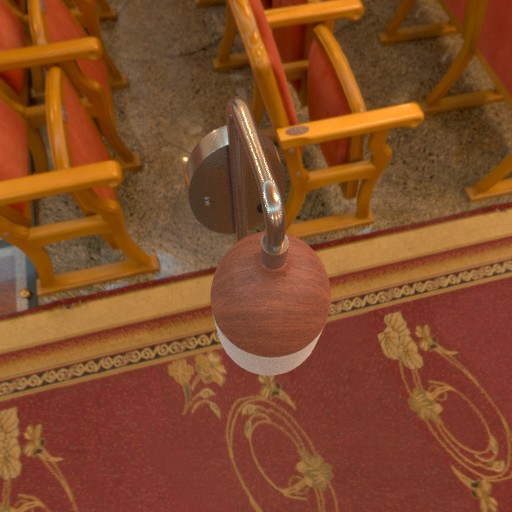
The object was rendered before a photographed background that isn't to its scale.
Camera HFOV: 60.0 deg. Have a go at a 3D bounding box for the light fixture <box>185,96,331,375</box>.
[{"bbox_3d":[0.000,0.000,0.440,0.108,0.343,0.216,-12,65,-6],"label":"light fixture"}]
